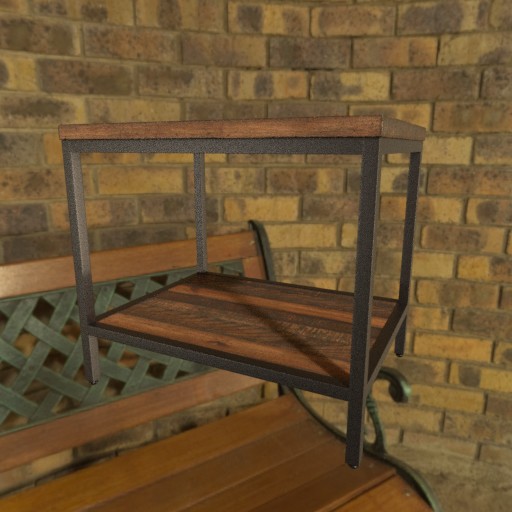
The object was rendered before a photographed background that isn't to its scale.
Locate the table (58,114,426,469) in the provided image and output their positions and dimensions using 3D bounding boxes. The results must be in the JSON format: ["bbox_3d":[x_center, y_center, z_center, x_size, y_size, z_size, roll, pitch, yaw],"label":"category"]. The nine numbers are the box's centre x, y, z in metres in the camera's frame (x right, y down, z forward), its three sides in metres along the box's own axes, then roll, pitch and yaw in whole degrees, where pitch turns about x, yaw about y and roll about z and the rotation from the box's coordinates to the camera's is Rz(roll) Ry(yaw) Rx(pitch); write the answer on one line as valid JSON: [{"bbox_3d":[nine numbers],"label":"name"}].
[{"bbox_3d":[0.000,0.000,1.089,0.678,0.612,0.524,7,15,26],"label":"table"}]
